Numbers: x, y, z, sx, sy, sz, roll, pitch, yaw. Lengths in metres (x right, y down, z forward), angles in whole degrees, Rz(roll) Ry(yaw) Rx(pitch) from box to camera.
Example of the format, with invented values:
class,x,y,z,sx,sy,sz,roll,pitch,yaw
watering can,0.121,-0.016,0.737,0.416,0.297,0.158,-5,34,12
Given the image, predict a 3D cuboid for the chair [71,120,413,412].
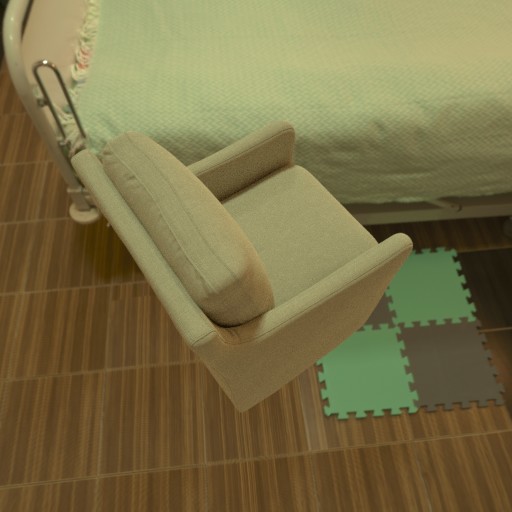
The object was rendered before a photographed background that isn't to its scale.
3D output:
class,x,y,z,sx,sy,sz,roll,pitch,yaw
chair,0.000,0.000,1.381,0.694,0.914,0.626,-31,64,-17
